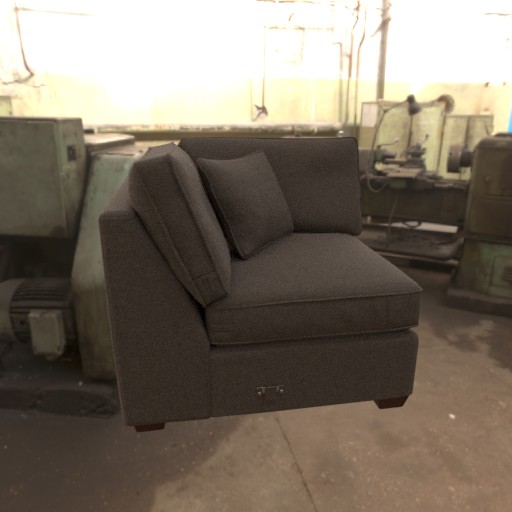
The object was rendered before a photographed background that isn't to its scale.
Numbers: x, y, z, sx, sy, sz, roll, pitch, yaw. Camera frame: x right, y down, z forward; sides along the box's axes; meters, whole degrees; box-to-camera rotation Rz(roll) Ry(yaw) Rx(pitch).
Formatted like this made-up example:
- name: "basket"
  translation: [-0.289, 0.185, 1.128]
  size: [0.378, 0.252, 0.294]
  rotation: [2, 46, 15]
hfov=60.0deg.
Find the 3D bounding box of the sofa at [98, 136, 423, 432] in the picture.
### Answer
- name: "sofa"
  translation: [0.000, 0.000, 1.982]
  size: [1.146, 1.002, 1.084]
  rotation: [-3, 18, -9]
